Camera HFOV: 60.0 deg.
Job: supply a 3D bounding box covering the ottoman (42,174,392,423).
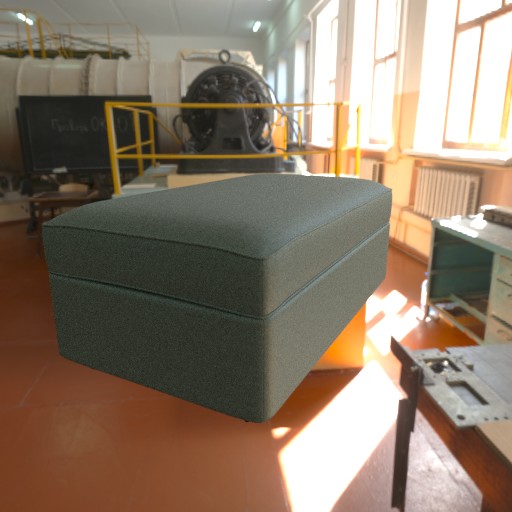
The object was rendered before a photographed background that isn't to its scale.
[{"bbox_3d":[0.000,0.000,1.543,0.681,0.494,1.173,8,18,27],"label":"ottoman"}]
